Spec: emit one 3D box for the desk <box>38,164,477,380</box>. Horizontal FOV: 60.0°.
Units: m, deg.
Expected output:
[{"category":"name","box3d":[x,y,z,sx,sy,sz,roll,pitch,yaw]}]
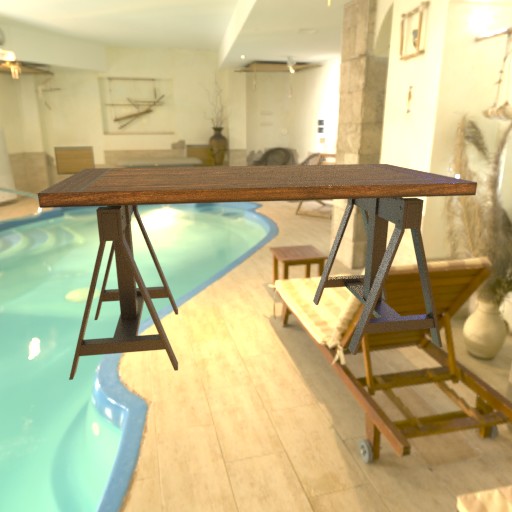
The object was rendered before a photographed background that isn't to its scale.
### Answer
[{"category":"desk","box3d":[0.000,0.000,1.989,1.543,0.725,0.784,-3,17,-9]}]
